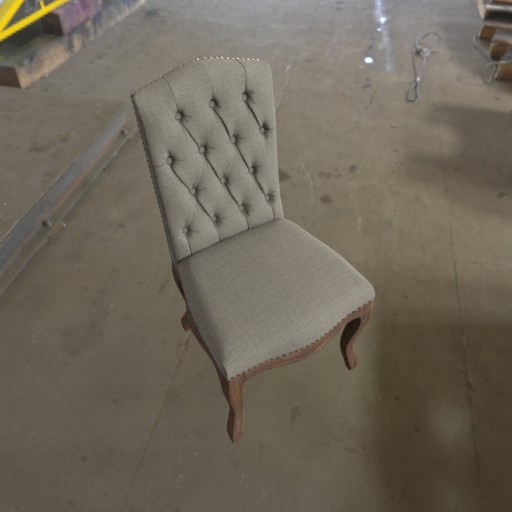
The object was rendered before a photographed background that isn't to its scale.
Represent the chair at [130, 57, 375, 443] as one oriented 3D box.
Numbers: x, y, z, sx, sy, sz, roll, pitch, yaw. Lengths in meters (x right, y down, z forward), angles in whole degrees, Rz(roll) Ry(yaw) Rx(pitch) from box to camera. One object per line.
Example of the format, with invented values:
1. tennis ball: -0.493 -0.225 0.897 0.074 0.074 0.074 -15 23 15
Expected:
1. chair: 0.000 0.000 1.622 0.637 1.191 0.731 -24 51 -22
